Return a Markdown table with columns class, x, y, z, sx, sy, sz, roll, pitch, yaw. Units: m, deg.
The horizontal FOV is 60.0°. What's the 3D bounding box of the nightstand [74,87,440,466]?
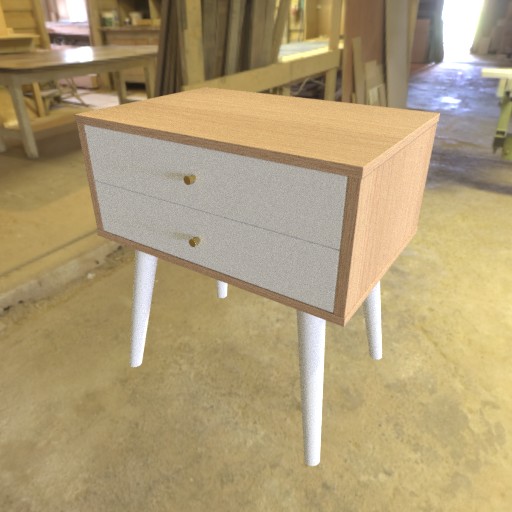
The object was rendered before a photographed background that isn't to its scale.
| class | x | y | z | sx | sy | sz | roll | pitch | yaw |
| --- | --- | --- | --- | --- | --- | --- | --- | --- | --- |
| nightstand | 0.000 | 0.000 | 0.982 | 0.571 | 0.610 | 0.407 | 18 | 34 | 29 |
